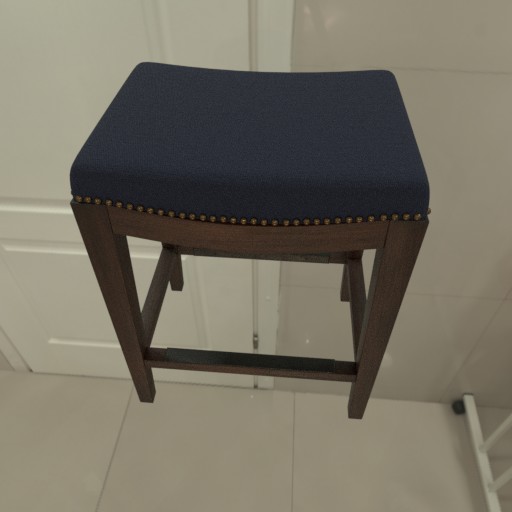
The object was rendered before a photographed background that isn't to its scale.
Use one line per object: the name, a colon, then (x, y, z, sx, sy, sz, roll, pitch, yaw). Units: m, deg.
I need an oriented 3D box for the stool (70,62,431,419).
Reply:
stool: (0.000, 0.000, 0.897, 0.500, 0.642, 0.361, 3, 46, 3)
